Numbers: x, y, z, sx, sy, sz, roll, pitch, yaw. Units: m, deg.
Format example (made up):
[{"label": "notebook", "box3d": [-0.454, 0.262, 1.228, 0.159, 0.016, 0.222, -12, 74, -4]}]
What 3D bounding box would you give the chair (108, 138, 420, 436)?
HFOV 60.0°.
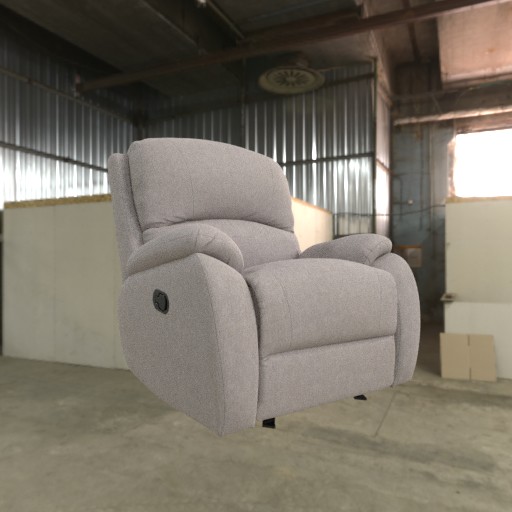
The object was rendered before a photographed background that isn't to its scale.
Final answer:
[{"label": "chair", "box3d": [0.000, 0.000, 1.722, 0.930, 1.011, 0.899, 0, 1, -37]}]
